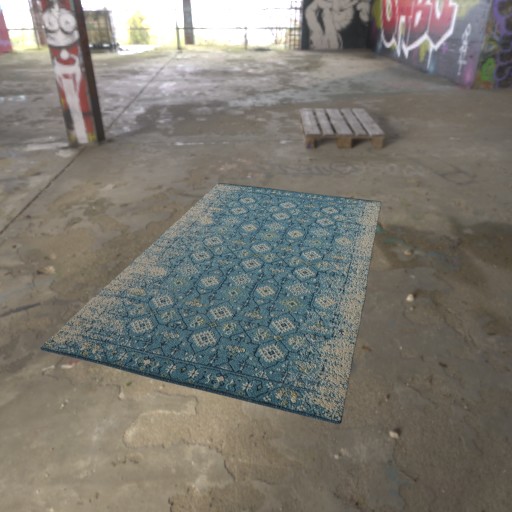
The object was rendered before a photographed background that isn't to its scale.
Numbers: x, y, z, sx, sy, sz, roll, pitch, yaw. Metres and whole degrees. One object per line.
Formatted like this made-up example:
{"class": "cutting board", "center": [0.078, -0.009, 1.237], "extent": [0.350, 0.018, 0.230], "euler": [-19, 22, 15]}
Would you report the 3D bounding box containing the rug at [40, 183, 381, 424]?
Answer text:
{"class": "rug", "center": [0.000, 0.000, 3.042], "extent": [1.530, 0.015, 2.449], "euler": [9, 31, 15]}
